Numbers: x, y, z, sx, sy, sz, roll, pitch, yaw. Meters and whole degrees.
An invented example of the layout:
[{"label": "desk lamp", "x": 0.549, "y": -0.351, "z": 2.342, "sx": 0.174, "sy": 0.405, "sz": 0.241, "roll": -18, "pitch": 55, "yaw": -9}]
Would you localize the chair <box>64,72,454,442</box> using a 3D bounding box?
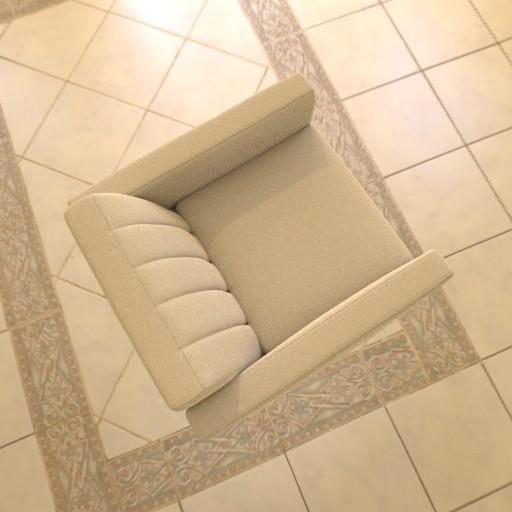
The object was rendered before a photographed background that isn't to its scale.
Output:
[{"label": "chair", "x": 0.000, "y": 0.000, "z": 1.686, "sx": 0.998, "sy": 0.819, "sz": 0.953, "roll": -31, "pitch": 77, "yaw": -8}]
